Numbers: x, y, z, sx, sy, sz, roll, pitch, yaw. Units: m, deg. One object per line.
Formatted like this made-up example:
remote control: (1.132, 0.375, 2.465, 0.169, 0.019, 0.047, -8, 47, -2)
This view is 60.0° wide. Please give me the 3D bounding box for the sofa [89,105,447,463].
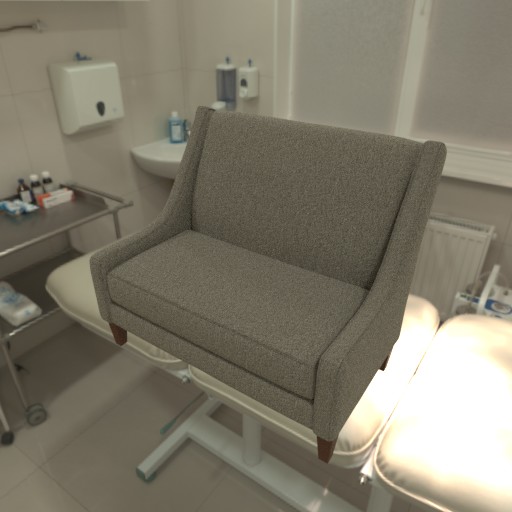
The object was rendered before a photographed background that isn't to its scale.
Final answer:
sofa: (0.000, 0.000, 1.939, 1.242, 1.026, 0.862, 19, 35, 30)
